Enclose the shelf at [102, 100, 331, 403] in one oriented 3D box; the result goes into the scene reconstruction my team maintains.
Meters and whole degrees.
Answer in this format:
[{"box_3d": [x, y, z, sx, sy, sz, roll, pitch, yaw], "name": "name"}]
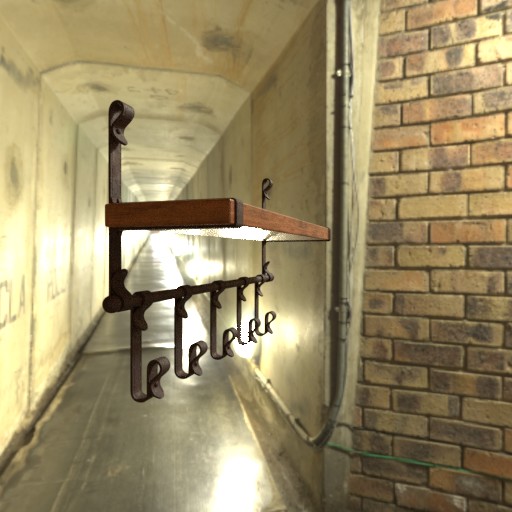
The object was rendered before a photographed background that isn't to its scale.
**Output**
[{"box_3d": [0.000, 0.000, 0.696, 0.146, 0.330, 0.567, 0, 0, 19], "name": "shelf"}]
